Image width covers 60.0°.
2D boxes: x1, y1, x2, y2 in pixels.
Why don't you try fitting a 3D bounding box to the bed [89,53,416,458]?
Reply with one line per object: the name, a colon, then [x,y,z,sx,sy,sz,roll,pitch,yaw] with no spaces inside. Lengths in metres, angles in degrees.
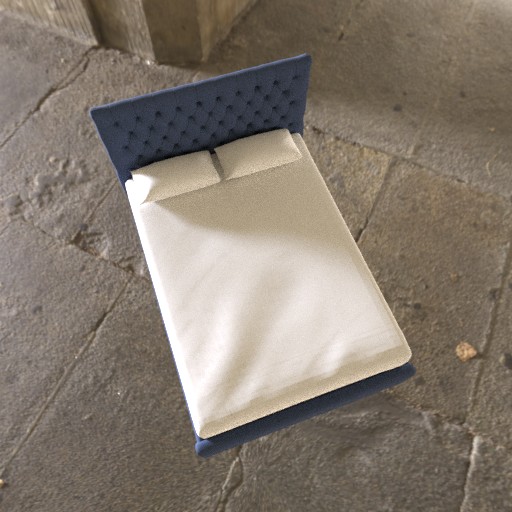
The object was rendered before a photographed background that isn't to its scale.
bed: [0.000,0.000,3.400,1.706,1.427,2.387,-18,65,-8]
